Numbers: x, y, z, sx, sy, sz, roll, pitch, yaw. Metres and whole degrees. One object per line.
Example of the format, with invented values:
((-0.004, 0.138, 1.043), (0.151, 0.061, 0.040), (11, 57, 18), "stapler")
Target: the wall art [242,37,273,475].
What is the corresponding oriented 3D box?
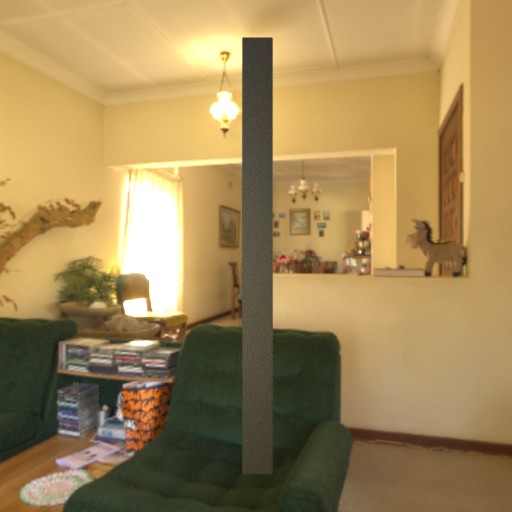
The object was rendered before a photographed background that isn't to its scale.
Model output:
((0.000, 0.000, 0.767), (0.036, 0.508, 0.508), (0, 0, 0), "wall art")
